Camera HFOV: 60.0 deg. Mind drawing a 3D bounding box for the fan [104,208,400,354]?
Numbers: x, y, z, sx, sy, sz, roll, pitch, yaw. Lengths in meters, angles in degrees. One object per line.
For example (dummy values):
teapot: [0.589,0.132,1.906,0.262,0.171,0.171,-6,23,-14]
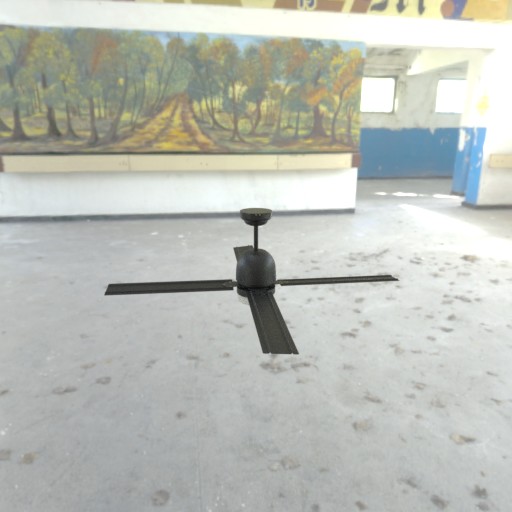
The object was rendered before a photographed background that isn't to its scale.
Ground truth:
fan: [0.000,0.000,1.980,1.319,0.410,1.319,-2,16,-8]
